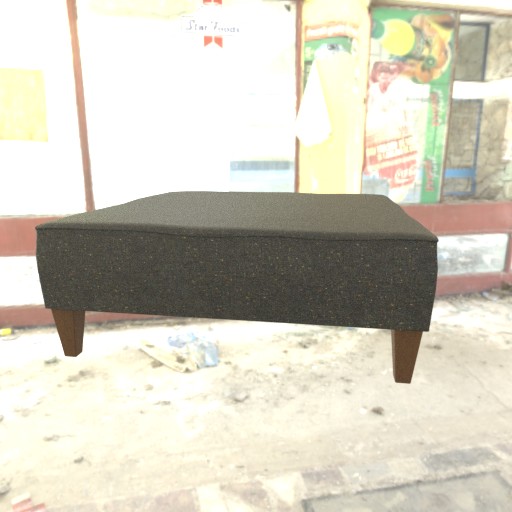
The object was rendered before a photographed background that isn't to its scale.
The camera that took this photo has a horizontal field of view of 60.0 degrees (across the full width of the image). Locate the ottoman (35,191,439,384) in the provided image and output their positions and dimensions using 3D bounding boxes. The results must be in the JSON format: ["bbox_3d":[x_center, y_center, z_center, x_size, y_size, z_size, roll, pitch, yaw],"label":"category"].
[{"bbox_3d":[0.000,0.000,1.538,0.968,0.382,1.004,2,14,9],"label":"ottoman"}]
